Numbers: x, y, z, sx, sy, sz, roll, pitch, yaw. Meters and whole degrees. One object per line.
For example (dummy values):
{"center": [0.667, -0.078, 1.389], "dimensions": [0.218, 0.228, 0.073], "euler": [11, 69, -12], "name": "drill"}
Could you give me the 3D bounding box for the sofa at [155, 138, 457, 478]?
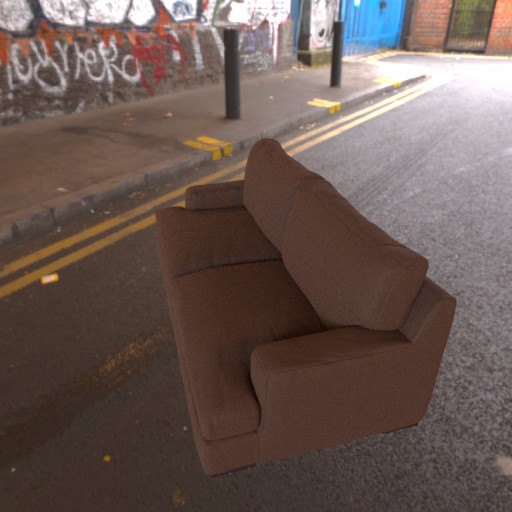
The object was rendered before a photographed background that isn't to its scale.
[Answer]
{"center": [0.000, 0.000, 2.799], "dimensions": [1.140, 0.950, 2.274], "euler": [-8, 30, -14], "name": "sofa"}
